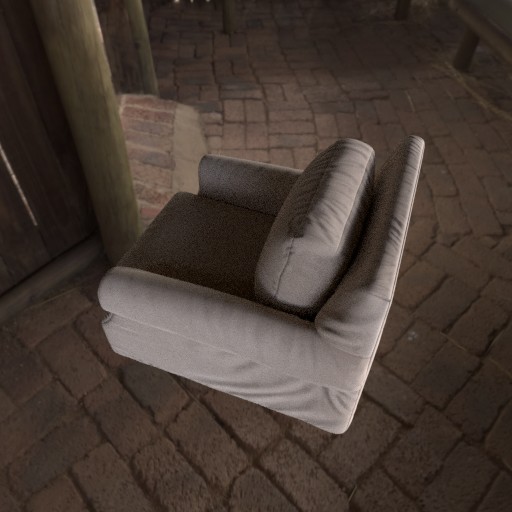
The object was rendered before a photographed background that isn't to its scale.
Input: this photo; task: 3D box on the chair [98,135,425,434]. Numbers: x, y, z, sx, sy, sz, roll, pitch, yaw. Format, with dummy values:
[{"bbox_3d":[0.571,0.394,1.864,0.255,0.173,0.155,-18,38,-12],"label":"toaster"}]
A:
[{"bbox_3d":[0.000,0.000,1.760,1.066,0.866,0.940,15,48,14],"label":"chair"}]
